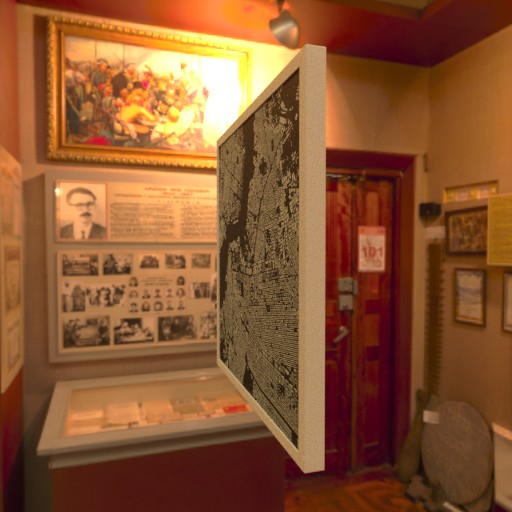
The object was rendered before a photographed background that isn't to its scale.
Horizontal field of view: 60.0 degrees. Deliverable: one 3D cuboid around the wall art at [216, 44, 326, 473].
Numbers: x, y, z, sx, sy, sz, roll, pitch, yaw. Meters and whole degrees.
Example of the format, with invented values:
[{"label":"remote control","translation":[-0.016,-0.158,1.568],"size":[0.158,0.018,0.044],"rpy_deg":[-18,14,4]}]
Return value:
[{"label":"wall art","translation":[0.000,0.000,1.155],"size":[0.050,0.762,0.761],"rpy_deg":[0,2,-17]}]
